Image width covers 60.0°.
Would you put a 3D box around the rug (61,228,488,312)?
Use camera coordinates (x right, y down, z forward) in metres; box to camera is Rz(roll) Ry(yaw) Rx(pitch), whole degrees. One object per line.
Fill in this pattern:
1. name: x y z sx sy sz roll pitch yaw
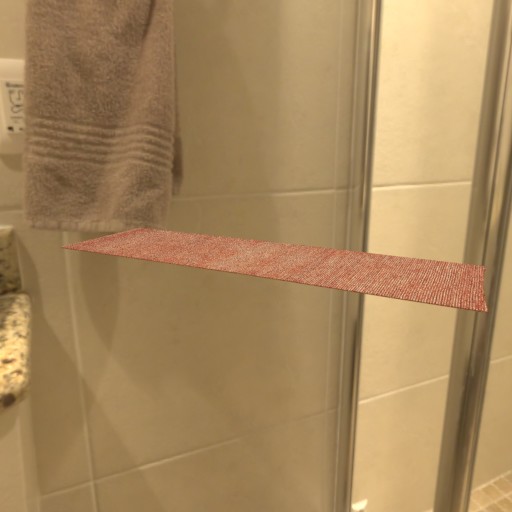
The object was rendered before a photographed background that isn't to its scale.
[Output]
1. rug: 0.000 0.000 2.511 2.353 0.013 0.718 7 16 27
